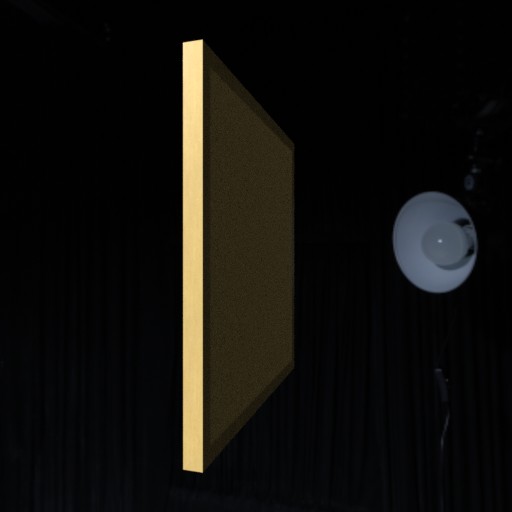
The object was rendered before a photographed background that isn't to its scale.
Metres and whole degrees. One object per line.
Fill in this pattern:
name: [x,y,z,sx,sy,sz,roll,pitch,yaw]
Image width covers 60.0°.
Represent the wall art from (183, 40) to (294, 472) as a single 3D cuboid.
wall art: [0.000,0.000,2.921,0.097,1.936,1.935,0,0,17]
